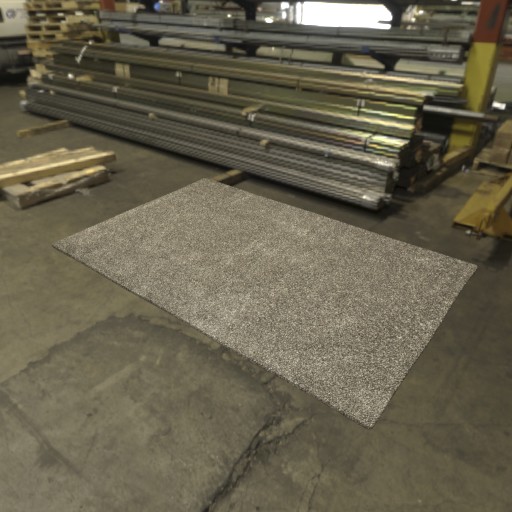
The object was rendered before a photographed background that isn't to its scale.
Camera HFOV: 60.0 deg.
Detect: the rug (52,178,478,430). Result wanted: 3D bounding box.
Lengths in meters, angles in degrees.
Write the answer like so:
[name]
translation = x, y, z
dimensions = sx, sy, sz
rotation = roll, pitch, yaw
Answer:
[rug]
translation = 0.000, 0.000, 2.880
dimensions = 2.350, 0.025, 1.502
rotation = 23, 38, 32
